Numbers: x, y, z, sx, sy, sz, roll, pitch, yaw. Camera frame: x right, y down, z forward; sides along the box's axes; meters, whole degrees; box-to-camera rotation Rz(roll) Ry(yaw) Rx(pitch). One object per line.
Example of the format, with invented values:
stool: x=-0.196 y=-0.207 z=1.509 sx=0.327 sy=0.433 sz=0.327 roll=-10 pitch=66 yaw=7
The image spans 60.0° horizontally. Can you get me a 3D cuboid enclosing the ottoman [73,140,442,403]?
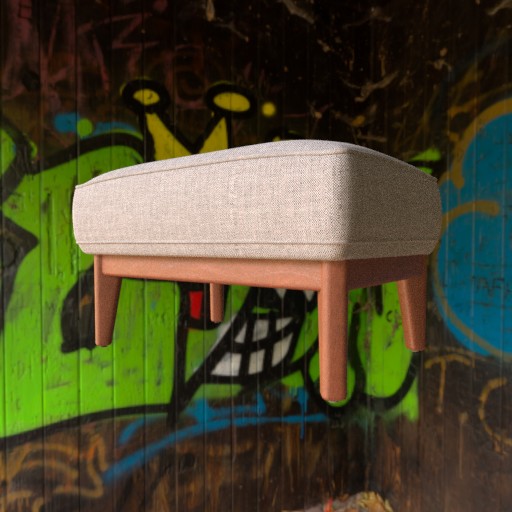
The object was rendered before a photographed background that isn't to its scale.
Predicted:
ottoman: x=0.000 y=0.000 z=1.088 sx=0.750 sy=0.458 sz=0.555 roll=1 pitch=2 yaw=37
